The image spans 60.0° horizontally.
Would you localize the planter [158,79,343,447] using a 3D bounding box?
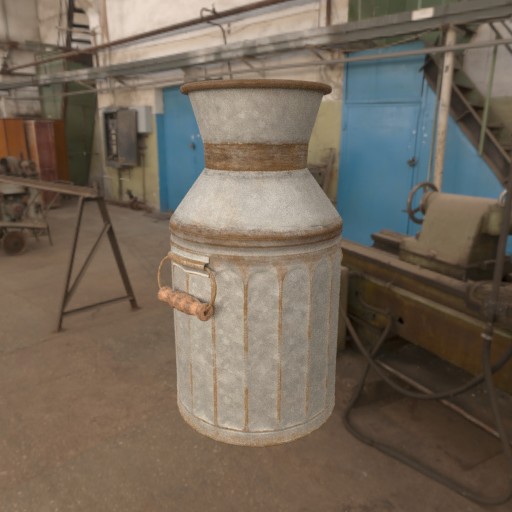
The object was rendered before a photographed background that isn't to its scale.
[{"bbox_3d":[0.000,0.000,0.554,0.245,0.396,0.214,-15,21,-42],"label":"planter"}]
